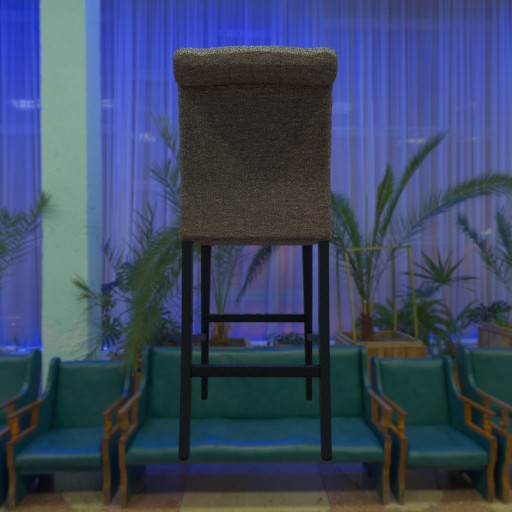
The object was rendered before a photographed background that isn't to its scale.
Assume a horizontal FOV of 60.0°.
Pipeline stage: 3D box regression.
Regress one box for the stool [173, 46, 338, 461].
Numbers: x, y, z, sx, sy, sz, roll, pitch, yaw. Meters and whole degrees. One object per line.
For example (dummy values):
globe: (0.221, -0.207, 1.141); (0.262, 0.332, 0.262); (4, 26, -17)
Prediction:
stool: (0.000, 0.000, 1.457); (0.452, 1.131, 0.613); (0, 0, 1)
